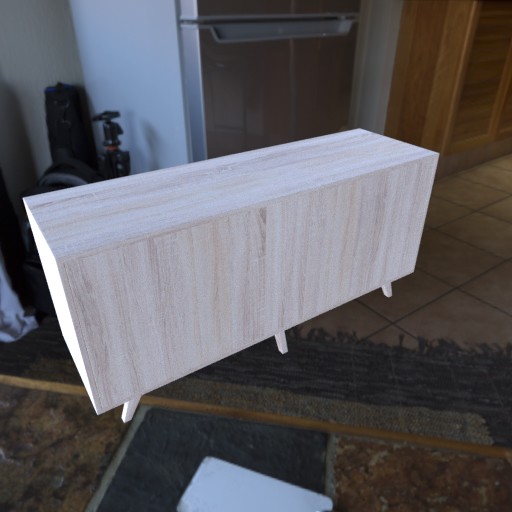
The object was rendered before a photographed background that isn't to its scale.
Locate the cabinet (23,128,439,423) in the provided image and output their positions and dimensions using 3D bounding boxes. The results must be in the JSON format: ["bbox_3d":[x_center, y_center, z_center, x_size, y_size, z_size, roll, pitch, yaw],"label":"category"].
[{"bbox_3d":[0.000,0.000,1.982,1.650,0.780,0.500,-19,36,-28],"label":"cabinet"}]
